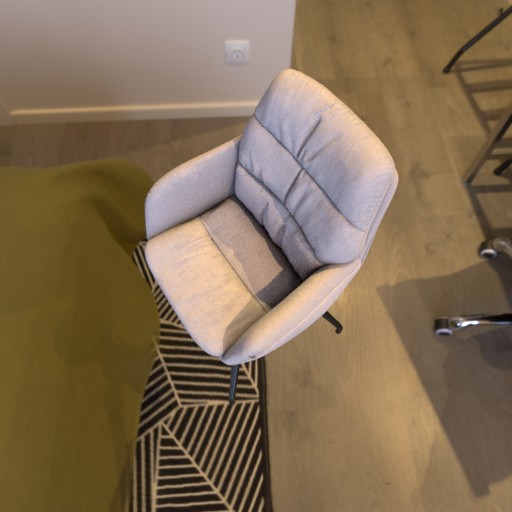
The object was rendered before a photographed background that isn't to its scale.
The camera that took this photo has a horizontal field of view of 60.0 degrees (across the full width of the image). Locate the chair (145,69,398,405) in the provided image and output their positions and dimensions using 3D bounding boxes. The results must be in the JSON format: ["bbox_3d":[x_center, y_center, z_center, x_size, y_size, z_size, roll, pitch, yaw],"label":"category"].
[{"bbox_3d":[0.000,0.000,1.312,0.569,0.888,0.579,-30,66,-15],"label":"chair"}]
